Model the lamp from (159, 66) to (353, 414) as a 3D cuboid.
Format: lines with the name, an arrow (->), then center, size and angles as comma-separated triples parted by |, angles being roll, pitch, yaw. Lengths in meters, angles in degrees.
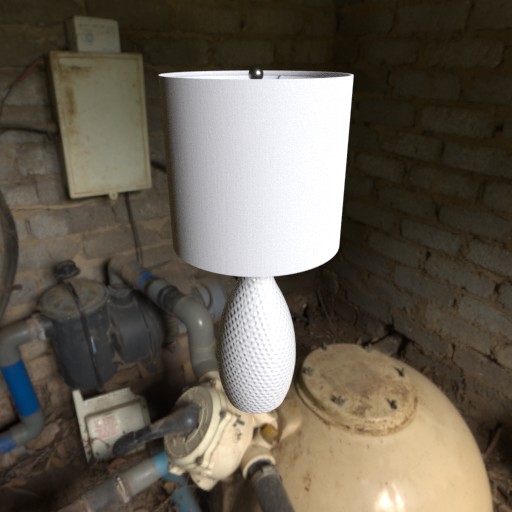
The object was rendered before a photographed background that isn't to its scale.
lamp -> 0.000, 0.000, 0.591 | 0.214, 0.466, 0.214 | 8, 26, 16
